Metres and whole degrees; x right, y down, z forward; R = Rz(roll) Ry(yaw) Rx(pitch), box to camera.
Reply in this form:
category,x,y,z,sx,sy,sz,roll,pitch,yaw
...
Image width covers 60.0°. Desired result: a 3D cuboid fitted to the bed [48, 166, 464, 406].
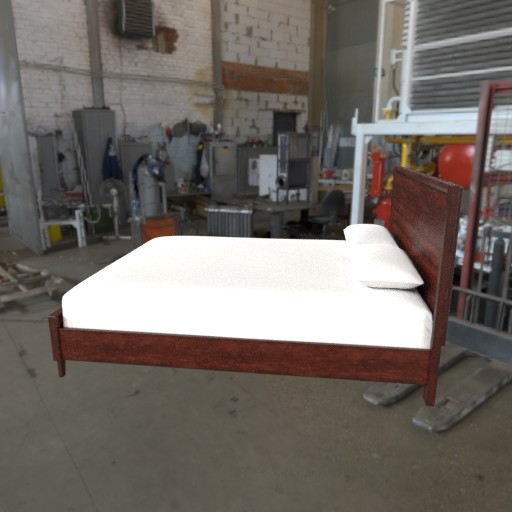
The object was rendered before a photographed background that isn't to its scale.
category,x,y,z,sx,sy,sz,roll,pitch,yaw
bed,0.000,0.000,3.972,2.803,1.492,2.040,2,15,7
